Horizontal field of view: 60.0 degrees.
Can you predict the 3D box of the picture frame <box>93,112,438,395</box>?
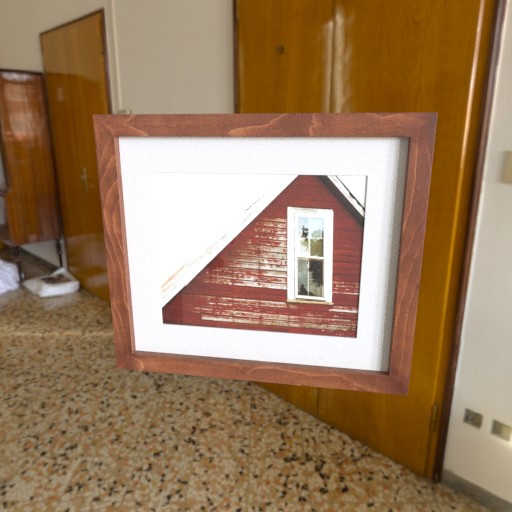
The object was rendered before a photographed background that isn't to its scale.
[{"bbox_3d":[0.000,0.000,0.541,0.381,0.330,0.025,3,16,9],"label":"picture frame"}]
